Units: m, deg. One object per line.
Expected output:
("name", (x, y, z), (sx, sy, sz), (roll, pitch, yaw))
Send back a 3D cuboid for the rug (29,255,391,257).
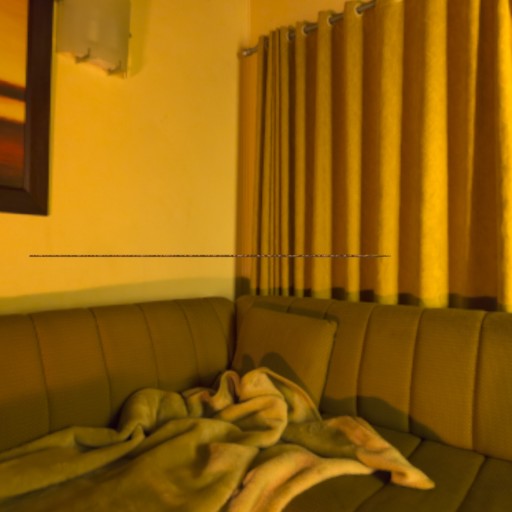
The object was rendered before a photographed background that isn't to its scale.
("rug", (0.000, 0.000, 4.320), (2.439, 0.014, 3.207), (0, 0, 18))
